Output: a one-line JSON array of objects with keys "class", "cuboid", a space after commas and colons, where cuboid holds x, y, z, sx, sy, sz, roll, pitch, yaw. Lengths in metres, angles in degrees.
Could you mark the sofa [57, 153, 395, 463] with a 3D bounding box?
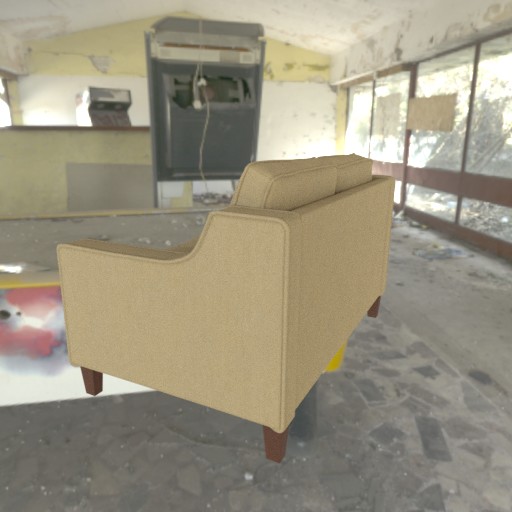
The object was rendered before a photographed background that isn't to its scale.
[{"class": "sofa", "cuboid": [0.000, 0.000, 2.152, 0.987, 0.971, 1.501, 8, 17, 27]}]
